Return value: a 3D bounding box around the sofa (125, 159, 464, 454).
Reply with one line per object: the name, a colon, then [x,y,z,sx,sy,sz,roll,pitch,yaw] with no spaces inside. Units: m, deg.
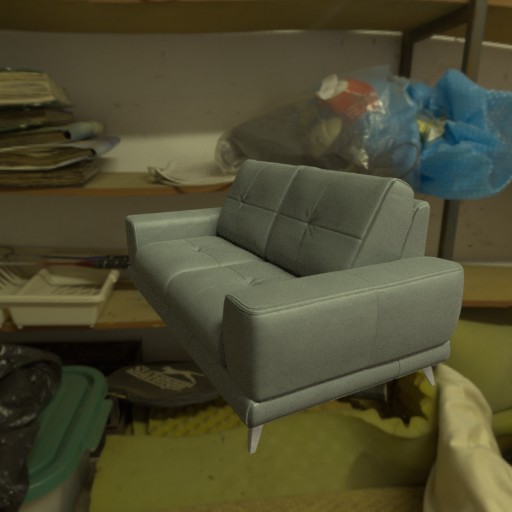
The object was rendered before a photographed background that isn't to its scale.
sofa: [0.000,0.000,2.328,1.018,0.907,1.806,-8,18,-27]
